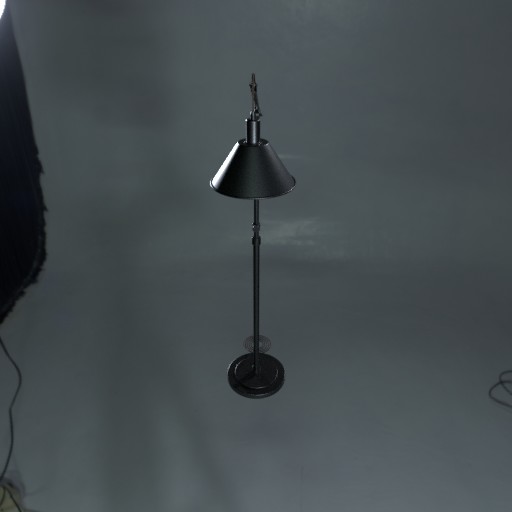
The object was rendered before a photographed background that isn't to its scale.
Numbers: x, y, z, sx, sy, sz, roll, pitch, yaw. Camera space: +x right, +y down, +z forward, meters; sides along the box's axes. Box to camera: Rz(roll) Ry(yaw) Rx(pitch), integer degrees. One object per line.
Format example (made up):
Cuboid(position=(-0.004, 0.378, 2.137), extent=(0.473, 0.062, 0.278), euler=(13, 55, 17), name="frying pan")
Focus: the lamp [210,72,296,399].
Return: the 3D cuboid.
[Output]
Cuboid(position=(0.000, 0.000, 2.003), extent=(0.319, 1.626, 0.904), euler=(1, 31, 1), name="lamp")
